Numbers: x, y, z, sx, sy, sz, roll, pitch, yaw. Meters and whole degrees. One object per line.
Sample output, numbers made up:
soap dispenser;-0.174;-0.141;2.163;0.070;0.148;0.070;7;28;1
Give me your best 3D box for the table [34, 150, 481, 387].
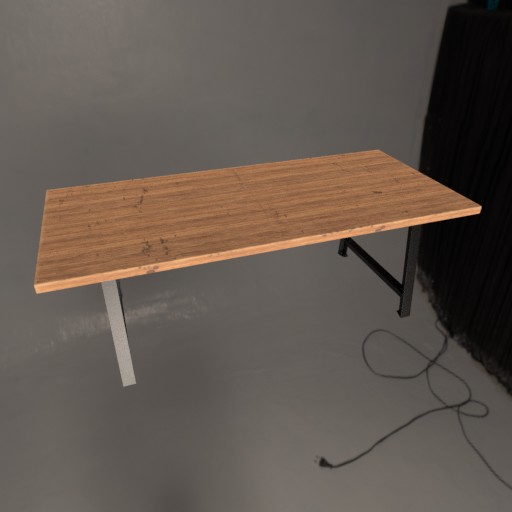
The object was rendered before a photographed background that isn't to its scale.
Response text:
table;0.000;0.000;2.649;2.200;0.757;1.000;-10;33;-16
